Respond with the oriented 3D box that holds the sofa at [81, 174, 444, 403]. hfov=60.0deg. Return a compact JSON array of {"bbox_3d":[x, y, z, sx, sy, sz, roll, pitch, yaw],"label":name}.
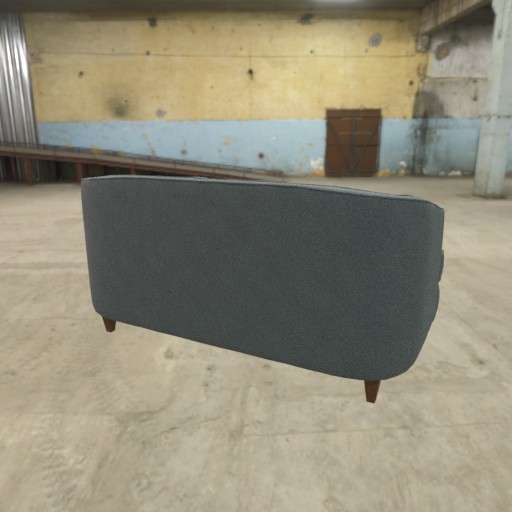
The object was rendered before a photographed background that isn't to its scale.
[{"bbox_3d":[0.000,0.000,2.284,1.733,0.855,0.941,8,17,27],"label":"sofa"}]
